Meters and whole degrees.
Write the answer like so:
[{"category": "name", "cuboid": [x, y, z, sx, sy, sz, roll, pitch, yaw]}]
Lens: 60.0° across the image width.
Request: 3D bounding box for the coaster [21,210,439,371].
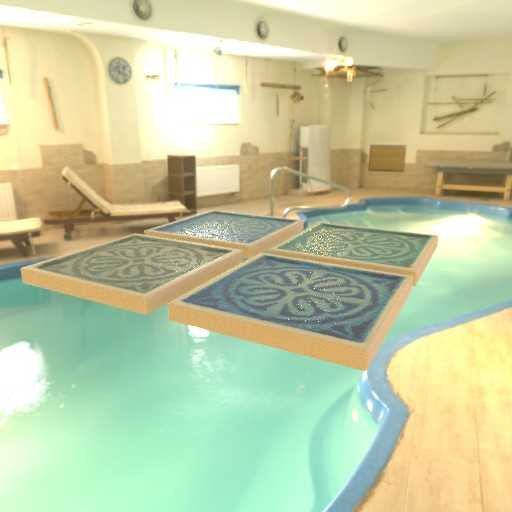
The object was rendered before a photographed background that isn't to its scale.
[{"category": "coaster", "cuboid": [0.000, 0.000, 0.318, 0.219, 0.010, 0.214, 9, 19, 27]}]
